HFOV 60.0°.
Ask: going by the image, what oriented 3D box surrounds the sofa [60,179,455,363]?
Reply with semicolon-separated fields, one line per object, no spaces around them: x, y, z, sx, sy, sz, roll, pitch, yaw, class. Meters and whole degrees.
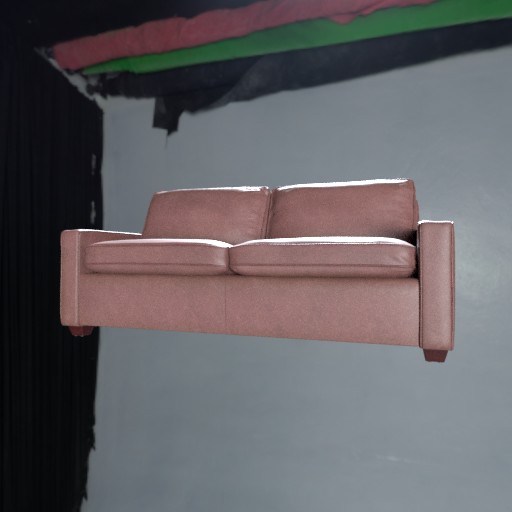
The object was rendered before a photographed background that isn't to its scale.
0.000;0.000;2.582;2.080;0.919;0.940;0;0;19;sofa
